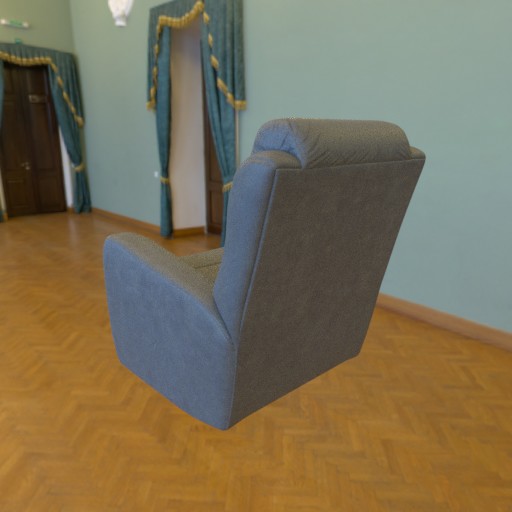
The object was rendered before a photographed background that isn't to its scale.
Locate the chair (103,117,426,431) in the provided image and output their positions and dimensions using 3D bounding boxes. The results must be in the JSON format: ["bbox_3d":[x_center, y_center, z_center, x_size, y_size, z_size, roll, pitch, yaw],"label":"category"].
[{"bbox_3d":[0.000,0.000,1.919,0.967,1.116,1.068,-14,21,-41],"label":"chair"}]
